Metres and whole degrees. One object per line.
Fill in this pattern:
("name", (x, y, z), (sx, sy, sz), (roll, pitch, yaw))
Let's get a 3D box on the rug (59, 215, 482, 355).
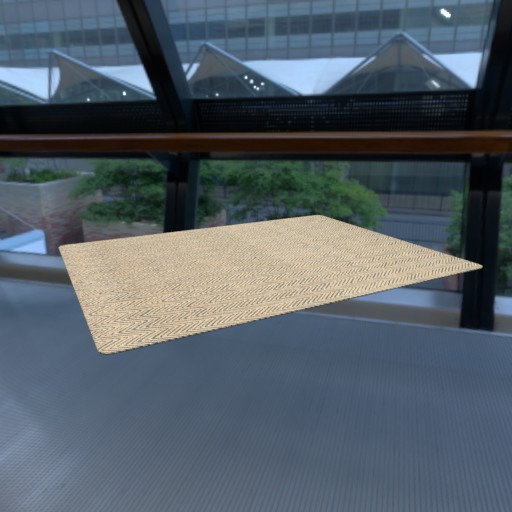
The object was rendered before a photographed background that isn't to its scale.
("rug", (0.000, 0.000, 4.140), (3.207, 0.014, 2.439), (-9, 19, -27))
